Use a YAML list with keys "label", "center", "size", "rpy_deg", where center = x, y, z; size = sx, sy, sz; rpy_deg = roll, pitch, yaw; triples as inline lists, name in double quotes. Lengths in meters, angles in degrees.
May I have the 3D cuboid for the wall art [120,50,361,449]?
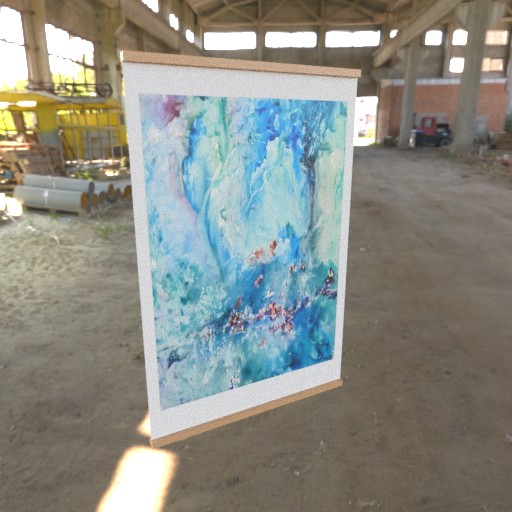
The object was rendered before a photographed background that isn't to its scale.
- label: "wall art"
  center: [0.000, 0.000, 1.261]
  size: [0.669, 1.020, 0.027]
  rpy_deg: [-8, 18, -27]
